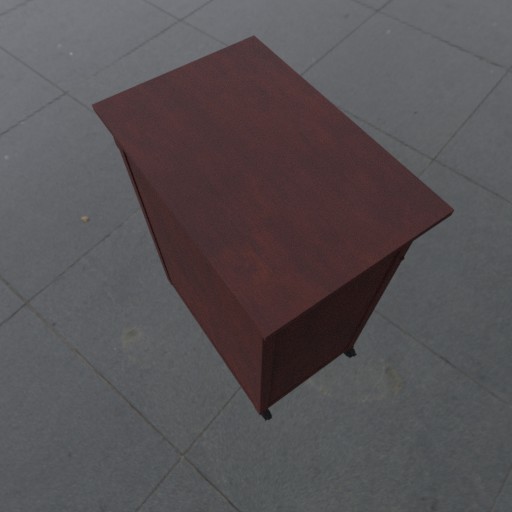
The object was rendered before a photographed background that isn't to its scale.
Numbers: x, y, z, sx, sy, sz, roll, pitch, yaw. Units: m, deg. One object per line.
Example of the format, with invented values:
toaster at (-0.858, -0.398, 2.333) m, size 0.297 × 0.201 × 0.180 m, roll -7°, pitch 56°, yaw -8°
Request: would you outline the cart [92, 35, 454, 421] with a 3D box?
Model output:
cart at (0.000, 0.000, 1.290) m, size 0.442 × 0.864 × 0.683 m, roll -31°, pitch 64°, yaw -17°
